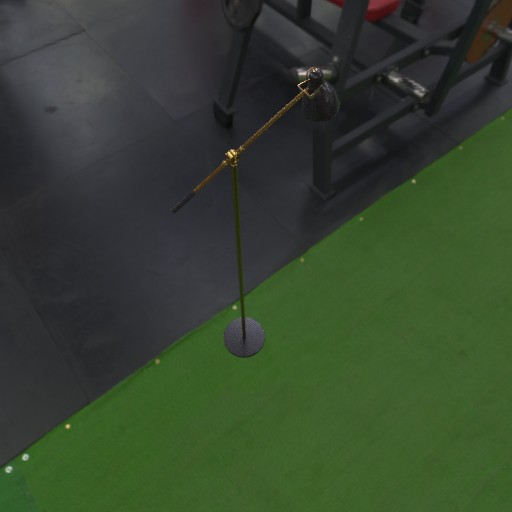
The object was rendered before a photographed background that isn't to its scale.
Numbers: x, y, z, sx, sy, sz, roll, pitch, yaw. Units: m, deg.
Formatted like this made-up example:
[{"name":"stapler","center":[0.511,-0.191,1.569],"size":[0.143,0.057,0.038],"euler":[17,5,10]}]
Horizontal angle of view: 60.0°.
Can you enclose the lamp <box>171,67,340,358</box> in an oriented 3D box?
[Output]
[{"name":"lamp","center":[0.000,0.000,1.867],"size":[0.618,1.628,0.235],"euler":[-32,63,-18]}]
